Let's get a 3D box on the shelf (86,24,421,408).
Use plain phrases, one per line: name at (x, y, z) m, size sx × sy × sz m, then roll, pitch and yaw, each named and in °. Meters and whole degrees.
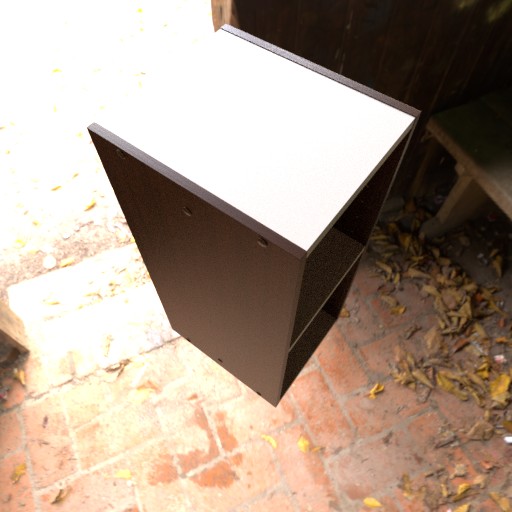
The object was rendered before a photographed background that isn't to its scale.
shelf at (0.000, 0.000, 0.761) m, size 0.290 × 0.600 × 0.253 m, roll 33°, pitch 64°, yaw 18°
